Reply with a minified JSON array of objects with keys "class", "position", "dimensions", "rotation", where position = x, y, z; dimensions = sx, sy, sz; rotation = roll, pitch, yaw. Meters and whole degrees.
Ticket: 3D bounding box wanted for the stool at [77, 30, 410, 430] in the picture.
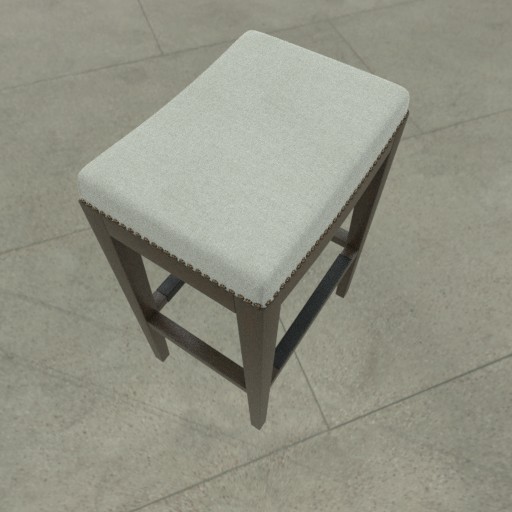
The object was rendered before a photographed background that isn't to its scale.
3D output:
[{"class":"stool","position":[0.000,0.000,1.014],"dimensions":[0.358,0.759,0.498],"rotation":[30,62,17]}]
